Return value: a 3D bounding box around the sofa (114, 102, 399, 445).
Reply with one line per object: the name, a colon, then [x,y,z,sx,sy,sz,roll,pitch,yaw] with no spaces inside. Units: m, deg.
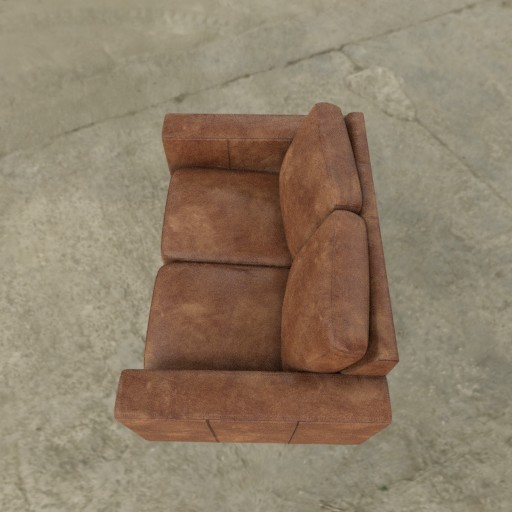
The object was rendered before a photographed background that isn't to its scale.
sofa: [0.000,0.000,2.182,1.041,0.889,1.626,1,60,1]
